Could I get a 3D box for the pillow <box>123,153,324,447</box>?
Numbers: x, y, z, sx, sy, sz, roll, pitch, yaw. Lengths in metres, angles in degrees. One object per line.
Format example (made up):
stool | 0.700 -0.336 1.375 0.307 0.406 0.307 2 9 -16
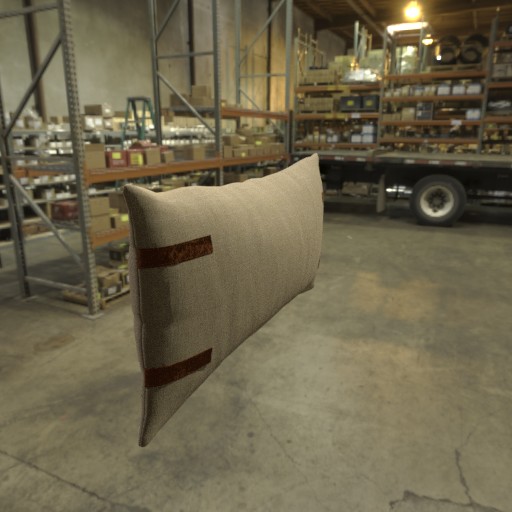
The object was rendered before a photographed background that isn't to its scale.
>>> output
pillow | 0.000 0.000 0.736 0.148 0.308 0.612 7 17 25
